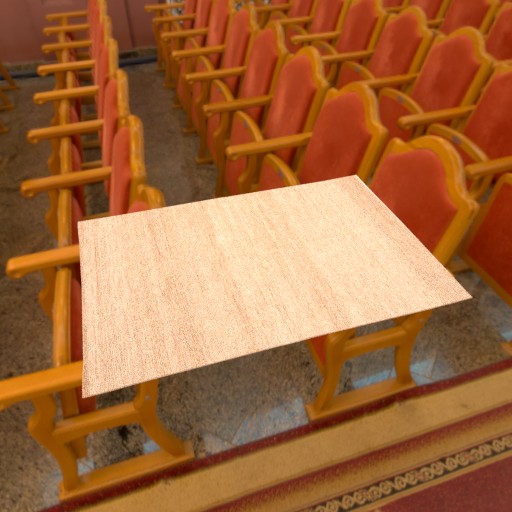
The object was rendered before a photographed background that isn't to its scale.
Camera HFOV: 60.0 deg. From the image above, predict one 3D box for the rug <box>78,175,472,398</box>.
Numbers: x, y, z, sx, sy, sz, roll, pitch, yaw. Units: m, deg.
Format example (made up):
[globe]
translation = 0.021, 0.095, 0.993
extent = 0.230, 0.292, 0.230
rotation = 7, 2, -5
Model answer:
[rug]
translation = 0.000, 0.000, 3.058
extent = 2.346, 0.029, 1.574
rotation = -11, 42, -13
